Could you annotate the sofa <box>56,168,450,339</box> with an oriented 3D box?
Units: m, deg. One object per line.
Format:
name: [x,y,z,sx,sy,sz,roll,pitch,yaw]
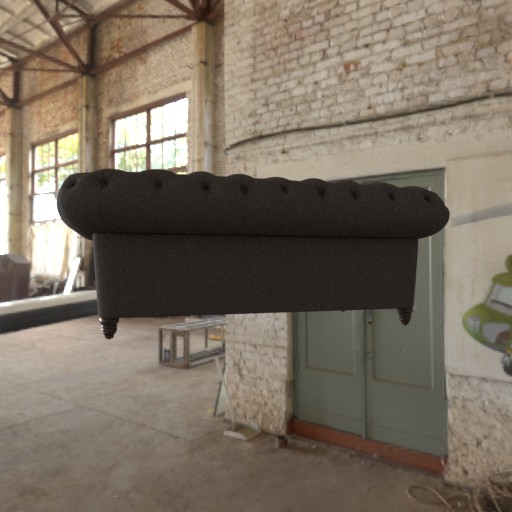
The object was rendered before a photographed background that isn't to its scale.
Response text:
sofa: [0.000,0.000,2.489,1.998,0.764,0.986,0,-1,-17]
